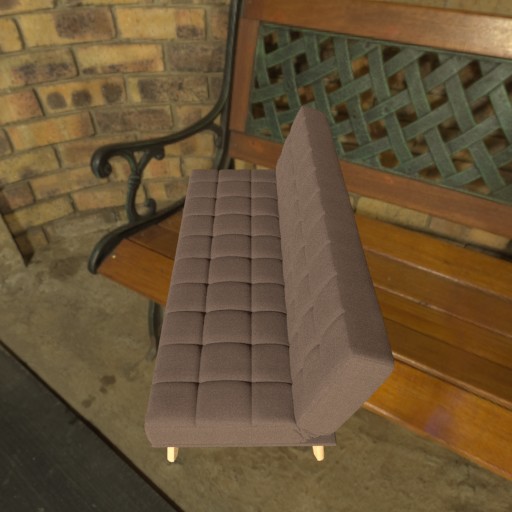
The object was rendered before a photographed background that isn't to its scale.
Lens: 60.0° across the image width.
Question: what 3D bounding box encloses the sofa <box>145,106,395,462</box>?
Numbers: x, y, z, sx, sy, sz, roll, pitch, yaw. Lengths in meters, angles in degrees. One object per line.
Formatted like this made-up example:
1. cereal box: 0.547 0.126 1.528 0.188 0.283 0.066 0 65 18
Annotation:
1. sofa: 0.000 0.000 2.263 0.860 0.810 1.800 0 43 0
